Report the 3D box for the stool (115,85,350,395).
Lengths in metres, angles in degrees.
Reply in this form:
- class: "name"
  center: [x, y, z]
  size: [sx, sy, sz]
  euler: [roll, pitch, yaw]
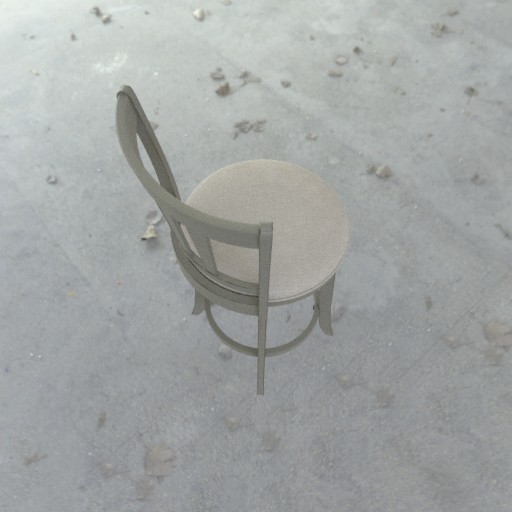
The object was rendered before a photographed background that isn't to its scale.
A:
- class: "stool"
  center: [0.000, 0.000, 1.225]
  size: [0.486, 0.994, 0.450]
  euler: [-35, 64, -20]
